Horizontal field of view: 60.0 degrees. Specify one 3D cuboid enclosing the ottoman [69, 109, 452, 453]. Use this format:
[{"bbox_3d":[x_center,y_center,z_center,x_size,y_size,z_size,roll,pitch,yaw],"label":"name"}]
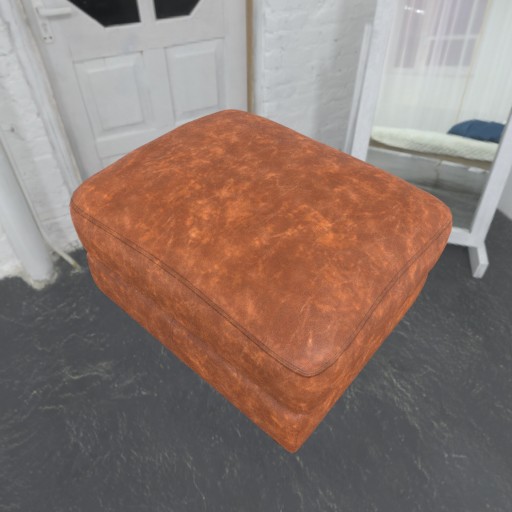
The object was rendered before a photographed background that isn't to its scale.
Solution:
[{"bbox_3d":[0.000,0.000,1.247,0.832,0.562,0.657,32,54,27],"label":"ottoman"}]
